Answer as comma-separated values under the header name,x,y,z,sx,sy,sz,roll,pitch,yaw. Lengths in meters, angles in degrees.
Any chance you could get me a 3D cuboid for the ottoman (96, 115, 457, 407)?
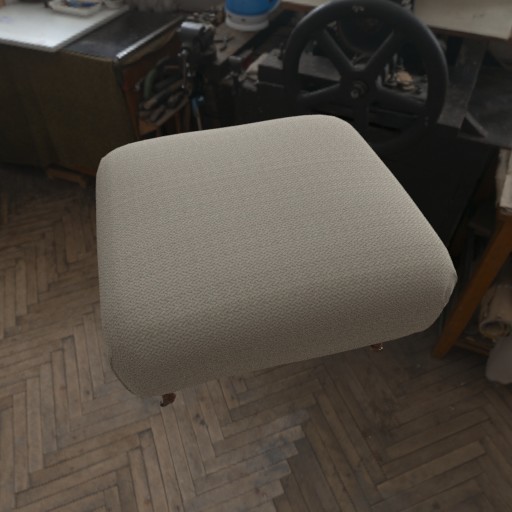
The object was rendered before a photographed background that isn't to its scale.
name,x,y,z,sx,sy,sz,roll,pitch,yaw
ottoman,0.000,0.000,1.070,0.684,0.447,0.622,-11,48,-10
